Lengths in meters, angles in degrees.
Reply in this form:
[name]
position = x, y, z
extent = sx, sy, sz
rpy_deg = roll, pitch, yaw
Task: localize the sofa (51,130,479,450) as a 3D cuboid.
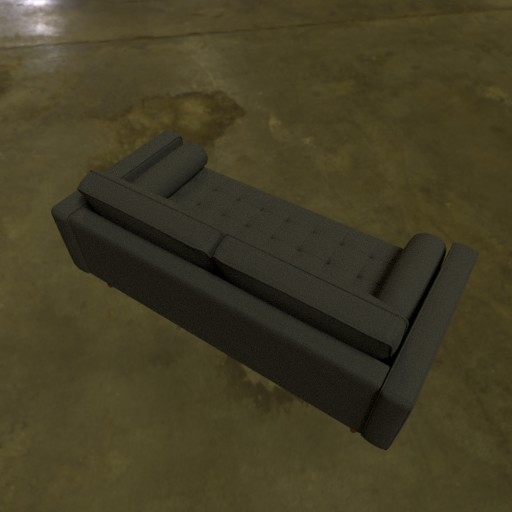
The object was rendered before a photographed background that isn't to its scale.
[sofa]
position = 0.000, 0.000, 2.246
extent = 1.875, 0.759, 0.914
rpy_deg = 26, 52, 22
